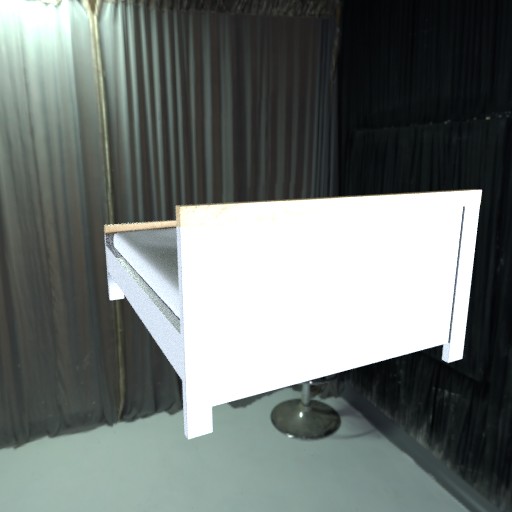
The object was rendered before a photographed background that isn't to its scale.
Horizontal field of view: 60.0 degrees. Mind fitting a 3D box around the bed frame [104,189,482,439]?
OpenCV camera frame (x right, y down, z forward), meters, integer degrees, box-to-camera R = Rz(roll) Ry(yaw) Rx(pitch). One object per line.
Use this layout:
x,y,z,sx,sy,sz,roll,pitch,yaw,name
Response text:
0.000,0.000,3.003,1.670,0.980,2.050,-7,15,-26,bed frame
